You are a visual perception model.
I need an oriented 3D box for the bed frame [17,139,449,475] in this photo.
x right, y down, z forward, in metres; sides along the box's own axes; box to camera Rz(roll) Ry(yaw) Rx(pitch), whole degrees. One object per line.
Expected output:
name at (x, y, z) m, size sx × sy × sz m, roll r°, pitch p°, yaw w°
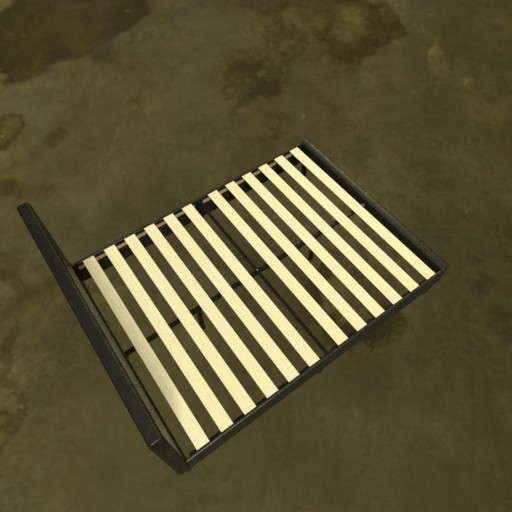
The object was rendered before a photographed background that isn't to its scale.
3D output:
bed frame at (0.000, 0.000, 3.089) m, size 2.318 × 1.127 × 1.634 m, roll -31°, pitch 62°, yaw -18°
